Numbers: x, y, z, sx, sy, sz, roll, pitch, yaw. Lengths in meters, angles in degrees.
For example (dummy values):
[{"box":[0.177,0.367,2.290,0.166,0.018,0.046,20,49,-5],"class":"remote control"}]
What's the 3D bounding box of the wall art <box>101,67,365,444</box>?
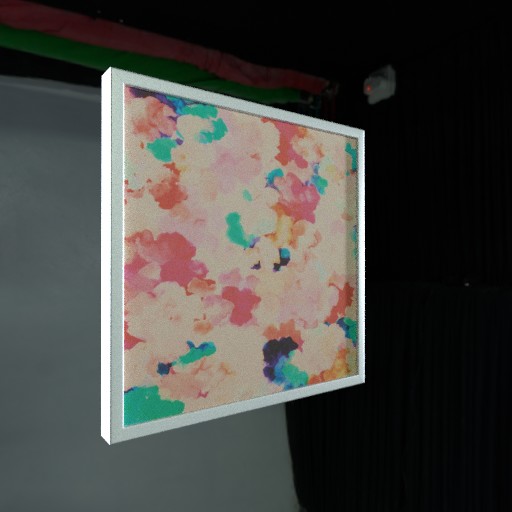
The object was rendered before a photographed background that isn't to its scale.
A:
[{"box":[0.000,0.000,0.755,0.506,0.505,0.038,0,0,-36],"class":"wall art"}]
